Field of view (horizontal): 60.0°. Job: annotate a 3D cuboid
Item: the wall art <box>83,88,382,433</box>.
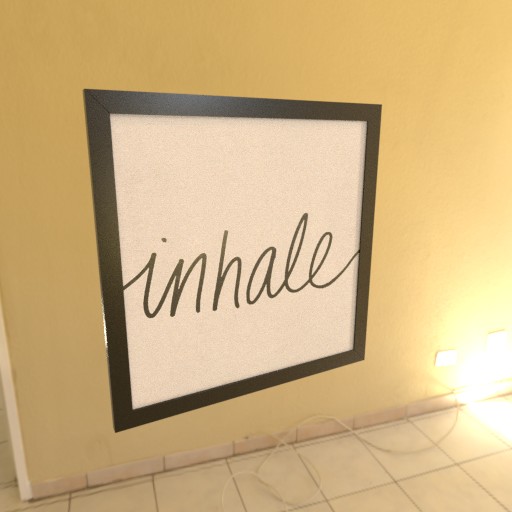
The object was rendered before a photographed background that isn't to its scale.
[{"bbox_3d":[0.000,0.000,0.660,0.446,0.445,0.014,-8,16,-27],"label":"wall art"}]
